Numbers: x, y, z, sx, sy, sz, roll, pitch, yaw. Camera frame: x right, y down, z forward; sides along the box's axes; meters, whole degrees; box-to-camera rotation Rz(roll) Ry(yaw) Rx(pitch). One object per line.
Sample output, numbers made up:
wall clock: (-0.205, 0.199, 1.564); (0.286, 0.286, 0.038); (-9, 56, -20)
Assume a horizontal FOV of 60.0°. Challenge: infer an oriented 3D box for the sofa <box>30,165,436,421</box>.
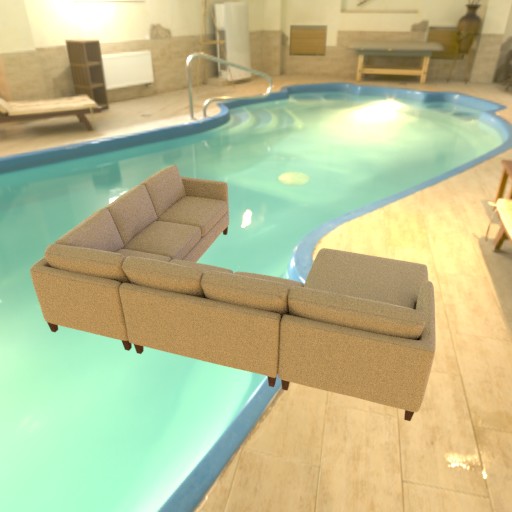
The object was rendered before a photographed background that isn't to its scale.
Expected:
sofa: (0.000, 0.000, 4.644); (3.460, 0.959, 2.593); (10, 32, 16)
